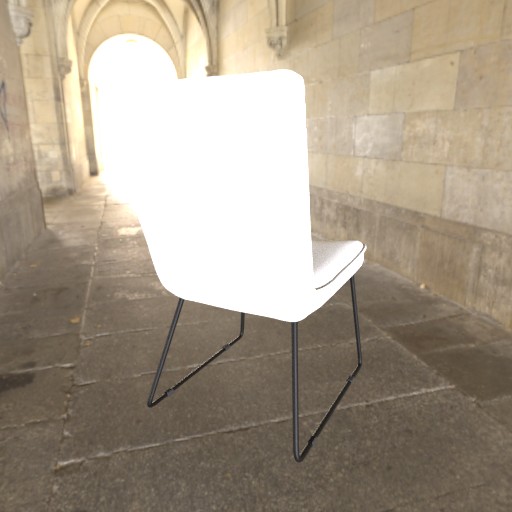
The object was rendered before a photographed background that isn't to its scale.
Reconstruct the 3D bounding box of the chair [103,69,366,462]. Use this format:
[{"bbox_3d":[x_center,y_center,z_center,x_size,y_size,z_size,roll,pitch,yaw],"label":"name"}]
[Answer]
[{"bbox_3d":[0.000,0.000,1.313,0.515,0.930,0.688,8,17,27],"label":"chair"}]
